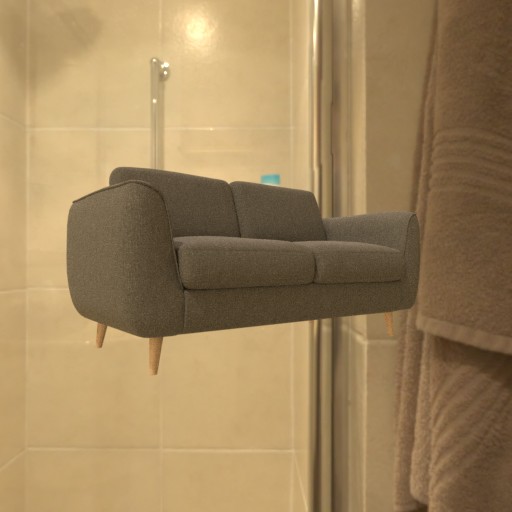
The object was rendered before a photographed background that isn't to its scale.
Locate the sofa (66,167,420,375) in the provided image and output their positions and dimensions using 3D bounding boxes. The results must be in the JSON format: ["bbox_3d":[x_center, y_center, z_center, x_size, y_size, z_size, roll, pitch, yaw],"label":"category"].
[{"bbox_3d":[0.000,0.000,2.272,1.700,0.870,0.920,1,-1,-37],"label":"sofa"}]
